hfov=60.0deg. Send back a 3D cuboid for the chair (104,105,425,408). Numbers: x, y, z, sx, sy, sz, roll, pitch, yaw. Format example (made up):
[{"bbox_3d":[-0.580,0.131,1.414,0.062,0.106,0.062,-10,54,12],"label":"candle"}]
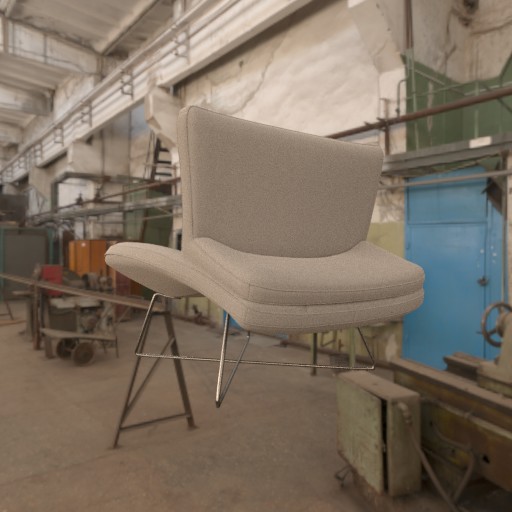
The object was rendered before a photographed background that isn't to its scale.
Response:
[{"bbox_3d":[0.000,0.000,1.672,0.859,0.855,1.008,0,1,-36],"label":"chair"}]
